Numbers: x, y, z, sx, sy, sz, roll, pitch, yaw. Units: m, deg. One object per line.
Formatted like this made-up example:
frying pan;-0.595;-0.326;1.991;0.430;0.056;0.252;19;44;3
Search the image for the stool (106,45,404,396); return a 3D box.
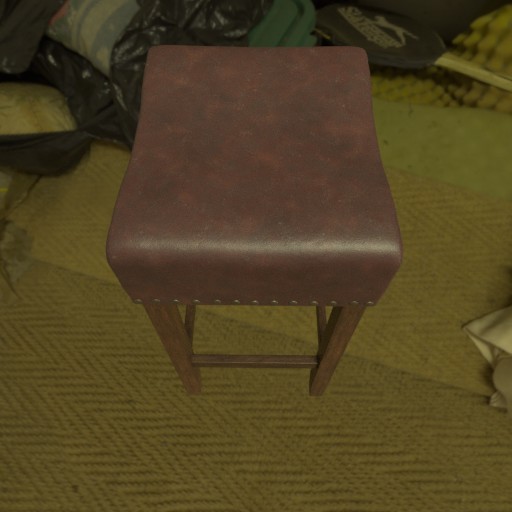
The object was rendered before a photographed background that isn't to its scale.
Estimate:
stool;0.000;0.000;1.013;0.401;0.769;0.465;1;59;0
